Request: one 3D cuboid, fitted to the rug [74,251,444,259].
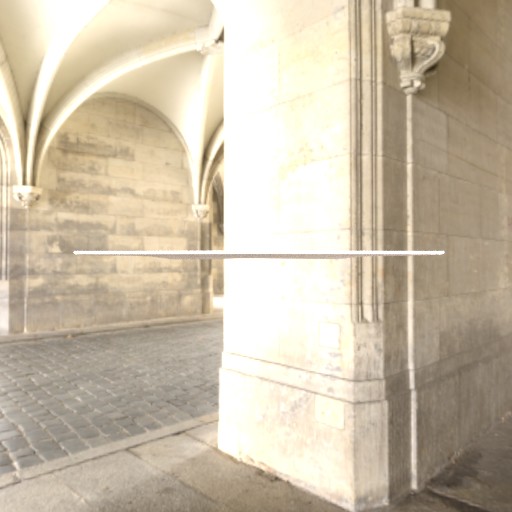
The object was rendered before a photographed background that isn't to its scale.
[{"bbox_3d":[0.000,0.000,2.308,1.179,0.022,1.820,0,-1,-1],"label":"rug"}]
